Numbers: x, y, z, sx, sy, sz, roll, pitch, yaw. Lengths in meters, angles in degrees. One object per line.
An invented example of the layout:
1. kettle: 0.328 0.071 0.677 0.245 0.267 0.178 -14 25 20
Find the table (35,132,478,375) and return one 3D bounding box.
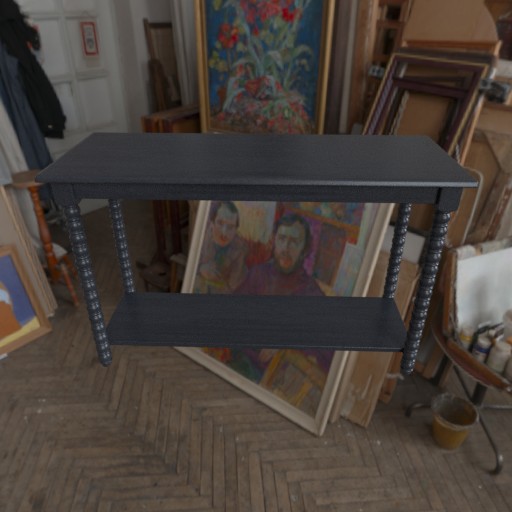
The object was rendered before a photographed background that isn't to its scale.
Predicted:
1. table: 0.000 0.000 1.549 1.184 0.735 0.459 1 30 2
